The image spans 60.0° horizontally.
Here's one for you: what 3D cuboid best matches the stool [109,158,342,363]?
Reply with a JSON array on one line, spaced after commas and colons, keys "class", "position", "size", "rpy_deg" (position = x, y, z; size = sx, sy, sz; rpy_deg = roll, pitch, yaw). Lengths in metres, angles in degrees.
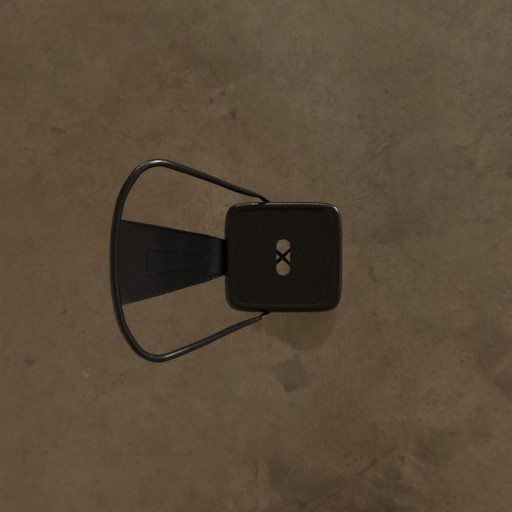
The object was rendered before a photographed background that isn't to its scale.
[{"class": "stool", "position": [0.000, 0.000, 1.340], "size": [0.513, 1.096, 0.399], "rpy_deg": [0, 91, 1]}]
